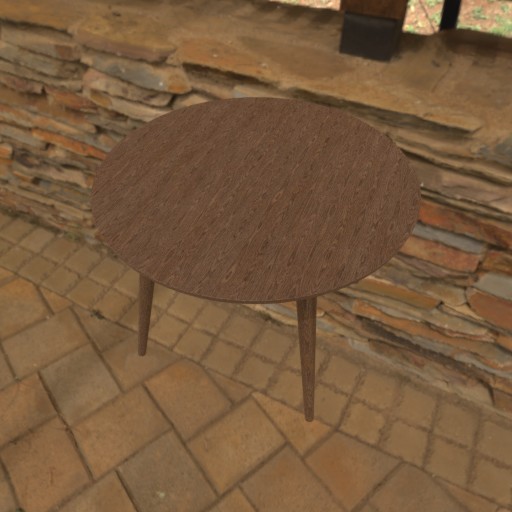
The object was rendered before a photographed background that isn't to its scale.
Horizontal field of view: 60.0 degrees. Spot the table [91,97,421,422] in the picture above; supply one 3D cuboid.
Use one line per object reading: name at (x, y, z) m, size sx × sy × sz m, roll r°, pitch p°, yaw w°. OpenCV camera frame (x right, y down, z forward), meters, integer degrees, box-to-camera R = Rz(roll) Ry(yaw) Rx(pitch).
table at (0.000, 0.000, 1.742) m, size 1.053 × 0.786 × 1.053 m, roll 0°, pitch 46°, yaw 0°
